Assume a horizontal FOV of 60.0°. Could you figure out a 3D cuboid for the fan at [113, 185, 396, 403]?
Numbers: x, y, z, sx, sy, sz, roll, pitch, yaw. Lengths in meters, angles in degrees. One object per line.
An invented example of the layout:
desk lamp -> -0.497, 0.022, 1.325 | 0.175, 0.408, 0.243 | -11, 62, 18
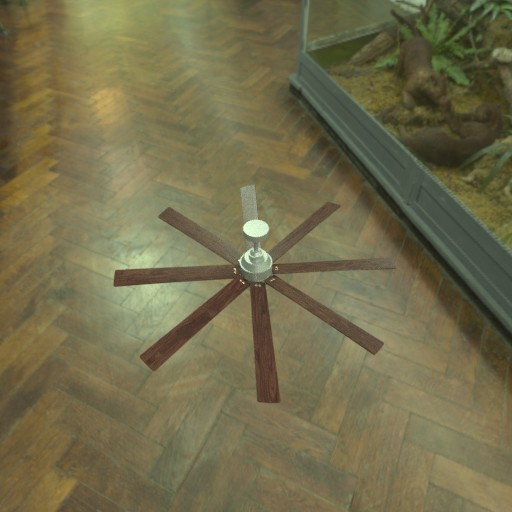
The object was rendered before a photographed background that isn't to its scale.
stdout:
fan -> 0.000, 0.000, 2.802 | 1.830, 0.472, 1.830 | 32, 53, 27
